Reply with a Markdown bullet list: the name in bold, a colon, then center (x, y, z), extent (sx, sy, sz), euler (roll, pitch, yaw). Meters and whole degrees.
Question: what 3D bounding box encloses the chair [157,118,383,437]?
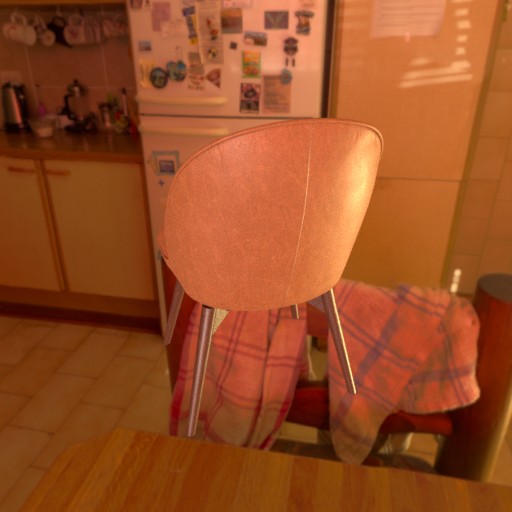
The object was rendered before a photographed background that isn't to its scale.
- **chair**: center (0.000, 0.000, 1.249), extent (0.521, 0.831, 0.631), euler (-8, 27, -17)
